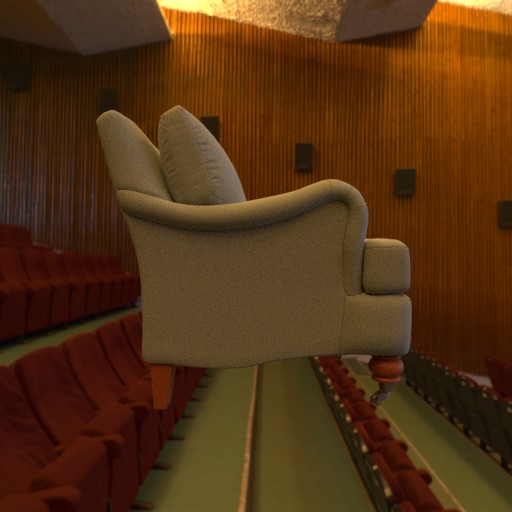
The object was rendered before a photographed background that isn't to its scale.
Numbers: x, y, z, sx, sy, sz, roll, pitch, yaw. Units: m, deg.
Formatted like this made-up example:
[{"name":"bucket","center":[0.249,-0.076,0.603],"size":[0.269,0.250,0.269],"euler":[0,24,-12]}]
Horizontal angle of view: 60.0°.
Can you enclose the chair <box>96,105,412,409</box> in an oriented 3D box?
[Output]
[{"name":"chair","center":[0.000,0.000,1.893],"size":[1.070,1.038,0.955],"euler":[0,-1,1]}]
